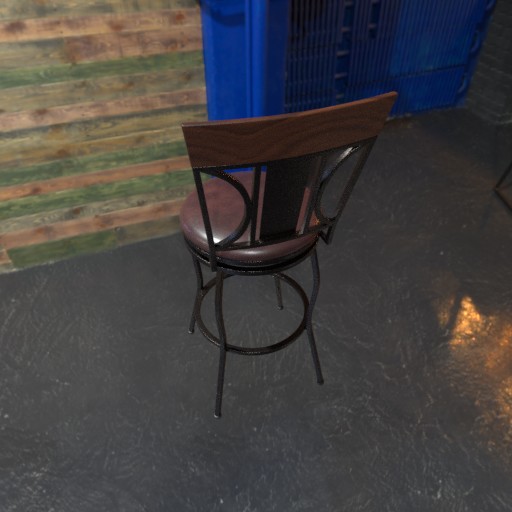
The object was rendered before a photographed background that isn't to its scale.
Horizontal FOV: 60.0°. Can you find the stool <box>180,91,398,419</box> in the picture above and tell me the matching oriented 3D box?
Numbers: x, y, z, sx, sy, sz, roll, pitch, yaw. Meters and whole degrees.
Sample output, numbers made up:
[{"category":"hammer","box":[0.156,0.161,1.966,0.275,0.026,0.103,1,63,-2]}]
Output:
[{"category":"stool","box":[0.000,0.000,1.380,0.448,1.130,0.513,-13,43,-15]}]
